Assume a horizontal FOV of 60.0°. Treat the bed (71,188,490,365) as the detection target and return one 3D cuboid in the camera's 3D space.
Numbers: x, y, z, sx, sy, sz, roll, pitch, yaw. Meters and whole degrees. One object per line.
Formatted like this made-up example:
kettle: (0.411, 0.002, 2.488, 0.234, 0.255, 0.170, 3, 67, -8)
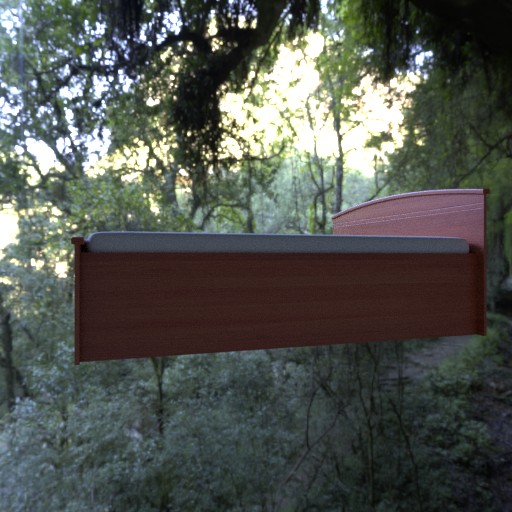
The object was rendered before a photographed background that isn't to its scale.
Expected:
bed: (0.000, 0.000, 2.826, 2.053, 0.848, 1.683, 0, 0, -18)
